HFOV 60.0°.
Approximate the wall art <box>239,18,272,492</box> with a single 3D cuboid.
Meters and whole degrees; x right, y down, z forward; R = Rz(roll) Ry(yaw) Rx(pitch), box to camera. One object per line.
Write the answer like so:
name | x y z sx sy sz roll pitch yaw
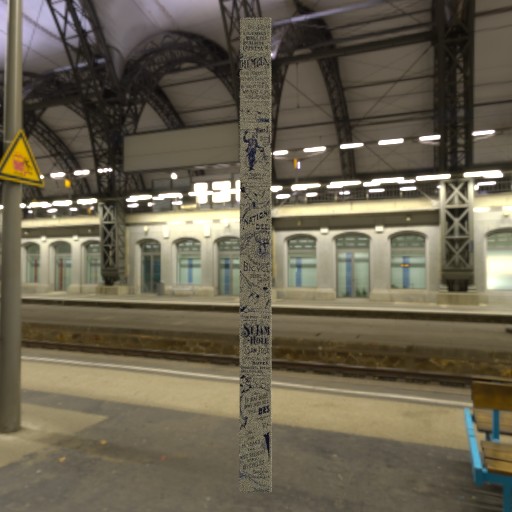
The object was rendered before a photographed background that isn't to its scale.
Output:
wall art | 0.000 0.000 0.478 0.025 0.376 0.255 0 -2 0
